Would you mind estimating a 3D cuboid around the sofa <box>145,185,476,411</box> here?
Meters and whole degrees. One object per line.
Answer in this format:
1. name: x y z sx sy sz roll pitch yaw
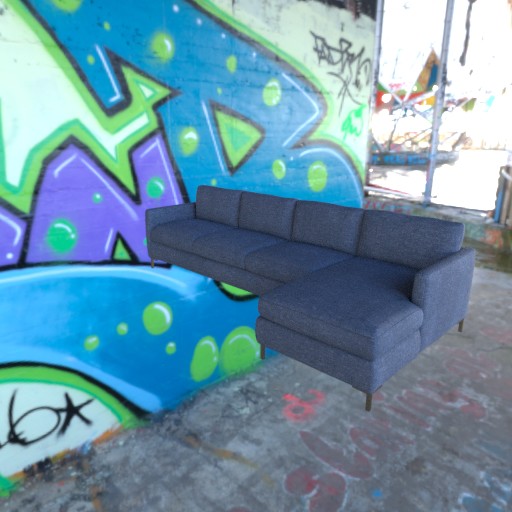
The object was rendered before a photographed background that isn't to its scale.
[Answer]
1. sofa: 0.000 0.000 3.550 2.932 0.810 1.350 16 23 42
